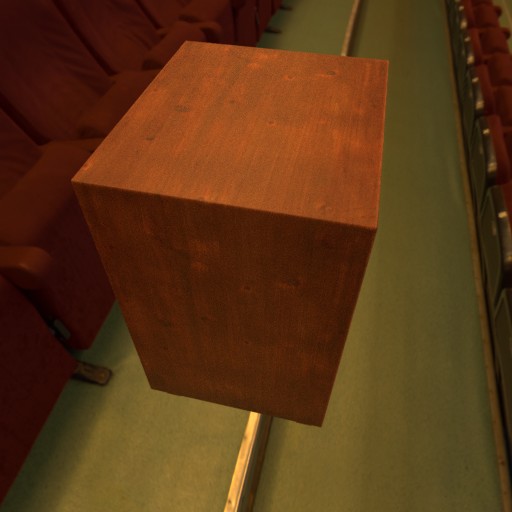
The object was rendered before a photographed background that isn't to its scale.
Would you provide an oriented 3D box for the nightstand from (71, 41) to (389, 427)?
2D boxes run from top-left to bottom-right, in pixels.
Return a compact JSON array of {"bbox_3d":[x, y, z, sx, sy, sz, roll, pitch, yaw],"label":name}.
[{"bbox_3d":[0.000,0.000,0.968,0.410,0.695,0.465,10,48,9],"label":"nightstand"}]
